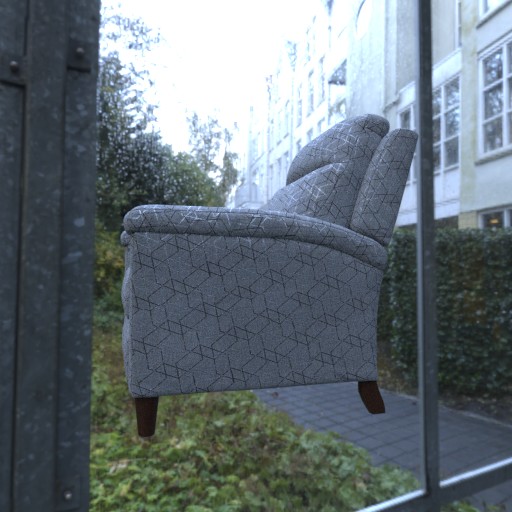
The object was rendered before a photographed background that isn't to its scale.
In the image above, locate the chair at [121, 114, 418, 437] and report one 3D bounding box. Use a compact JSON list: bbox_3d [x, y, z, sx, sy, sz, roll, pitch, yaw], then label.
[{"bbox_3d":[0.000,0.000,1.700,0.987,1.048,0.753,1,-2,-18],"label":"chair"}]
